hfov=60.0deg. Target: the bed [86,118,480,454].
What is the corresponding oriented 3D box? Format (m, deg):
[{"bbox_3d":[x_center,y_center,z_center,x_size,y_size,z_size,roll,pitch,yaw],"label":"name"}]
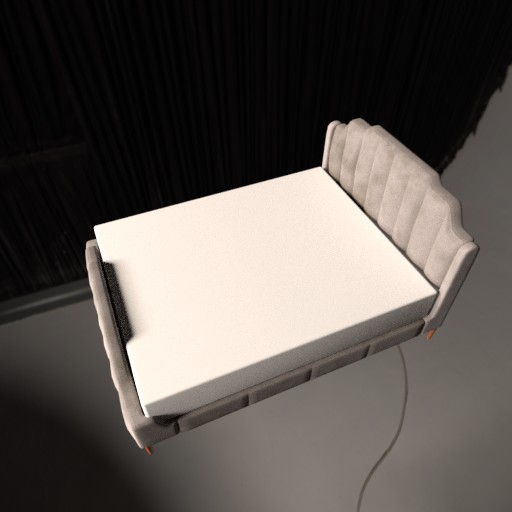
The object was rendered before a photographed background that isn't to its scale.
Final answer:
[{"bbox_3d":[0.000,0.000,3.237,2.340,1.245,1.676,-17,48,-16],"label":"bed"}]
